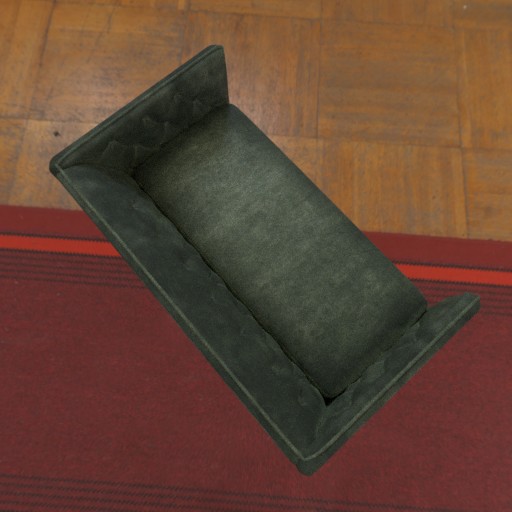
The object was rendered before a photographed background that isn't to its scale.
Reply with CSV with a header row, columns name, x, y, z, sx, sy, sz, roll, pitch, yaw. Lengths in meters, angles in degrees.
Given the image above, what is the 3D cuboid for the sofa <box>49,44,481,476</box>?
name,x,y,z,sx,sy,sz,roll,pitch,yaw
sofa,0.000,0.000,2.011,0.895,0.768,1.537,-40,78,-10
